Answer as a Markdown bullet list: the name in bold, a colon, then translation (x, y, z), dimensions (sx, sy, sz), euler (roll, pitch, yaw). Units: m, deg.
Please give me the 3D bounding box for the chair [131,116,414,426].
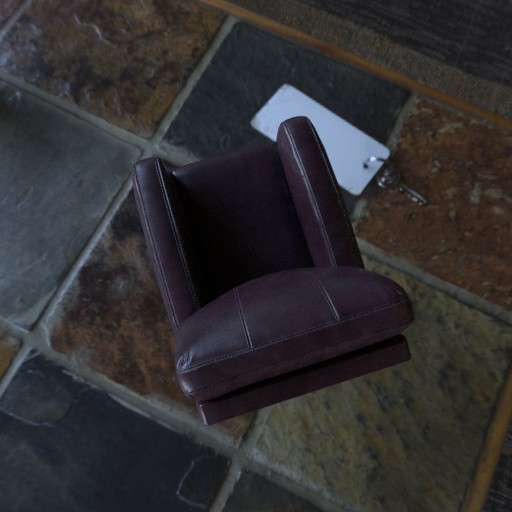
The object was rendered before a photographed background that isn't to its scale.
- **chair**: translation (0.000, 0.000, 1.684), dimensions (0.762, 0.990, 0.990), euler (-17, 77, -4)
